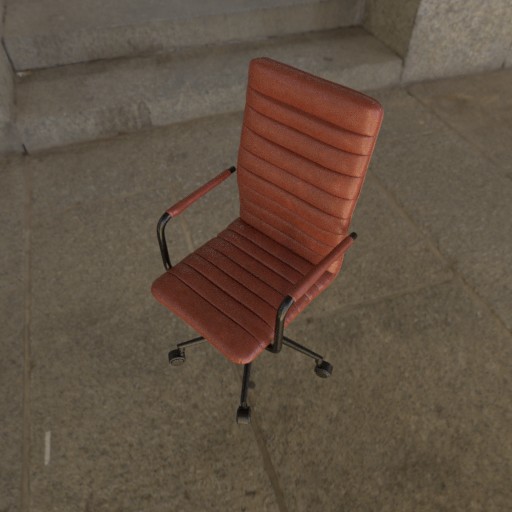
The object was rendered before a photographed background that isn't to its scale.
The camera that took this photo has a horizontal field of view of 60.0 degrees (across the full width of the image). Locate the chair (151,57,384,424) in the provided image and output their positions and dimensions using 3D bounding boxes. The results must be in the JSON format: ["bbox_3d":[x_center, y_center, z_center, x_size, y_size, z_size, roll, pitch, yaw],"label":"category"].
[{"bbox_3d":[0.000,0.000,1.357,0.608,0.979,0.580,33,55,27],"label":"chair"}]
